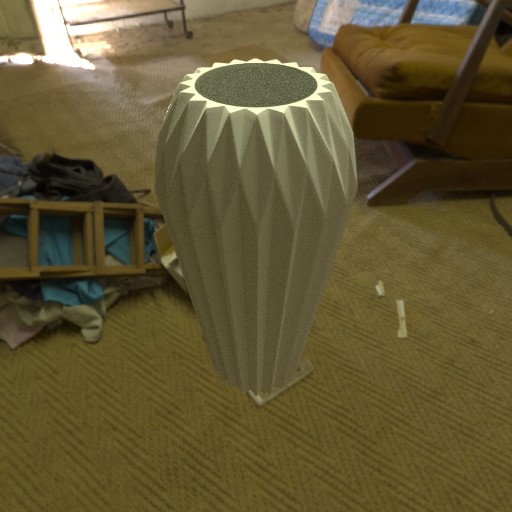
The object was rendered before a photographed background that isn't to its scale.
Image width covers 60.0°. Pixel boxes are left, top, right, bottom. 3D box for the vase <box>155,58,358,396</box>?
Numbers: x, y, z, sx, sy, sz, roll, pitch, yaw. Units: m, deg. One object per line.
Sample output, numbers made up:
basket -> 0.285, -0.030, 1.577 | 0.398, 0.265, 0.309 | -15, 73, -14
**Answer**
vase -> 0.000, 0.000, 0.340 | 0.133, 0.263, 0.133 | 0, 41, 0
